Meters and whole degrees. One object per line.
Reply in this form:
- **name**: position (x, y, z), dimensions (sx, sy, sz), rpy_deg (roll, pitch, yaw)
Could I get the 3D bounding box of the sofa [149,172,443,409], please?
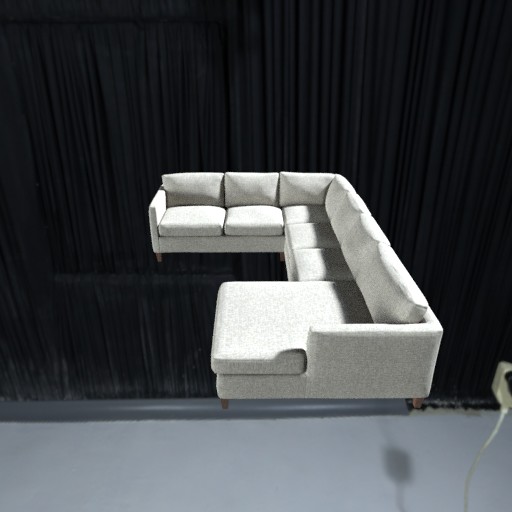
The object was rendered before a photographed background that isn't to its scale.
- **sofa**: position (0.000, 0.000, 4.663), dimensions (2.593, 0.959, 3.460), rpy_deg (0, 26, -1)
